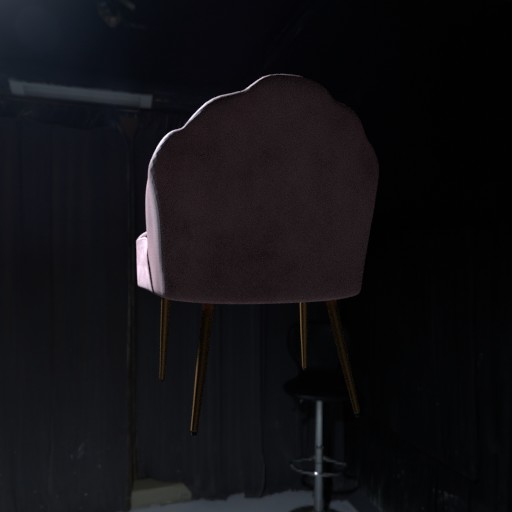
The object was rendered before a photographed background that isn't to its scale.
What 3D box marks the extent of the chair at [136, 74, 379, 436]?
[{"bbox_3d":[0.000,0.000,1.274,0.657,0.819,0.599,0,1,-16],"label":"chair"}]
